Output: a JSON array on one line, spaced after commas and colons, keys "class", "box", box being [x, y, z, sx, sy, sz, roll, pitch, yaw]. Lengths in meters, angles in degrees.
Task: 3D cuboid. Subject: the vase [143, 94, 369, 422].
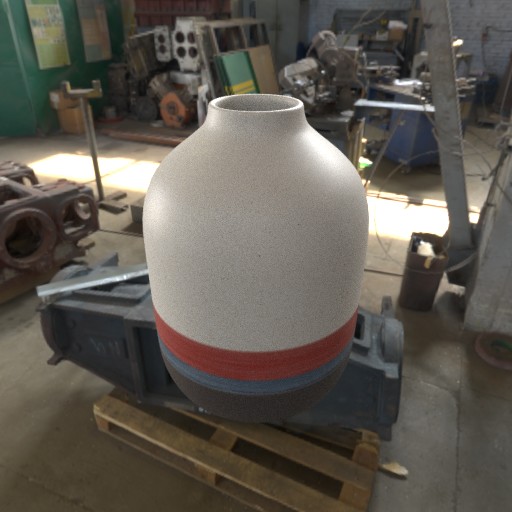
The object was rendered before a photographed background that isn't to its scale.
[{"class": "vase", "box": [0.000, 0.000, 0.355, 0.169, 0.237, 0.169, 0, 30, 0]}]
